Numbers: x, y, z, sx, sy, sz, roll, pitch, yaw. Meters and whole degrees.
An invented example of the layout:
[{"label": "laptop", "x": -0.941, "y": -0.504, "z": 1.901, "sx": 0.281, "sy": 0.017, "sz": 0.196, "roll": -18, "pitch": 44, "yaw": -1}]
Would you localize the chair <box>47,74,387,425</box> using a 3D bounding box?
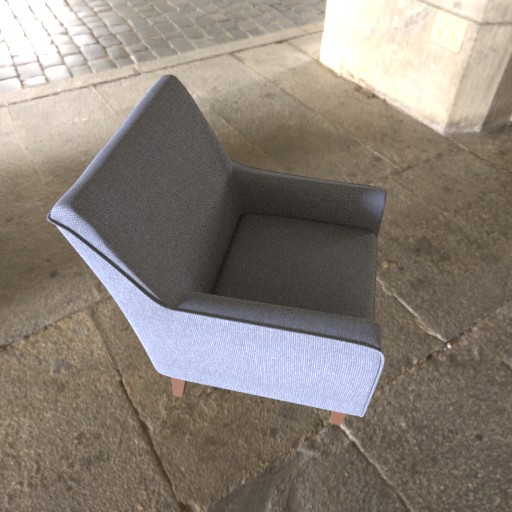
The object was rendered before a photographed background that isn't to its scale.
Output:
[{"label": "chair", "x": 0.000, "y": 0.000, "z": 1.586, "sx": 0.899, "sy": 0.919, "sz": 0.780, "roll": 9, "pitch": 47, "yaw": 8}]
